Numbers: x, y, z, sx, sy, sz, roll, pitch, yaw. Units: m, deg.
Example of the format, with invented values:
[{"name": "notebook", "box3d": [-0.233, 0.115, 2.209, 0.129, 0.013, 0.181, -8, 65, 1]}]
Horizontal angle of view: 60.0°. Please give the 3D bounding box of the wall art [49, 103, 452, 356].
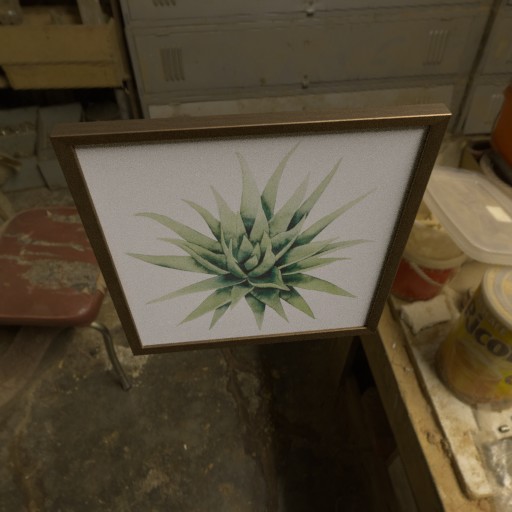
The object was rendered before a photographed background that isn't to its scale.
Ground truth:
[{"name": "wall art", "box3d": [0.000, 0.000, 0.744, 0.503, 0.506, 0.030, -4, 47, -4]}]
